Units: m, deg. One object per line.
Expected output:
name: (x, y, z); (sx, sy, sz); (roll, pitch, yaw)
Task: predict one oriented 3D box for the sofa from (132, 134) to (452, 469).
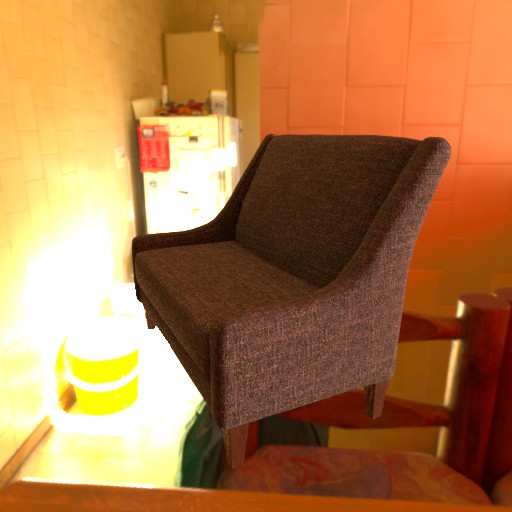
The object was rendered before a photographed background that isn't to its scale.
sofa: (0.000, 0.000, 1.934); (0.870, 1.021, 1.242); (-8, 18, -25)
